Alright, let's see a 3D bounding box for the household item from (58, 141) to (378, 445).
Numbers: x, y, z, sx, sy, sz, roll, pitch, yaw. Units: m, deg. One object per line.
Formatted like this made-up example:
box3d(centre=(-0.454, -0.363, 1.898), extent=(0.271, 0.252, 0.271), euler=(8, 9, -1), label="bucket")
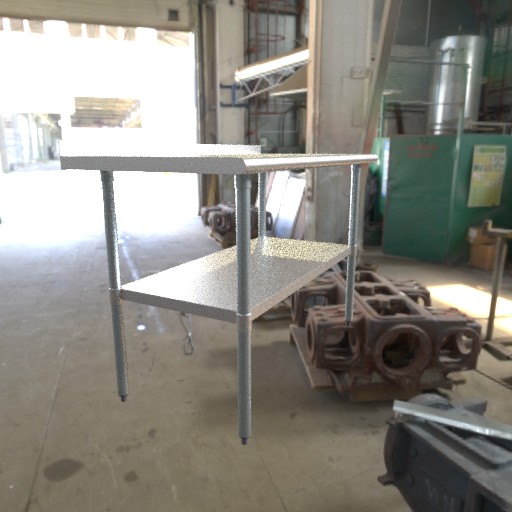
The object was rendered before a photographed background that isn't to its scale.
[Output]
box3d(centre=(0.000, 0.000, 1.728), extent=(0.610, 0.851, 1.219), euler=(7, 15, 28), label="household item")
